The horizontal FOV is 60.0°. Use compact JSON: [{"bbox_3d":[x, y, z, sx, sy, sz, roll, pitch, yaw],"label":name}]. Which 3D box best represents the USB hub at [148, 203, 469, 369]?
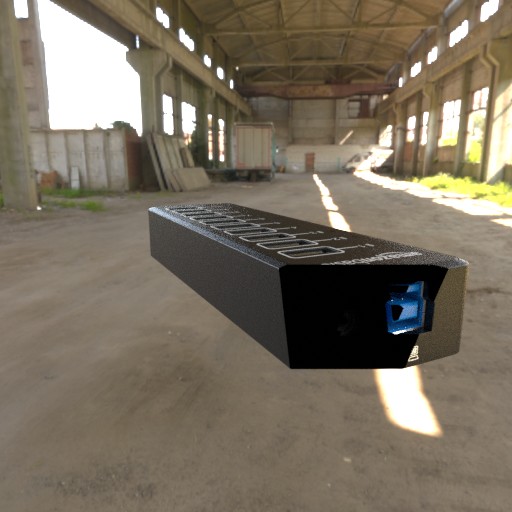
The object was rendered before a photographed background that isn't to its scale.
[{"bbox_3d":[0.000,0.000,0.160,0.044,0.023,0.145,-6,14,-26],"label":"USB hub"}]
